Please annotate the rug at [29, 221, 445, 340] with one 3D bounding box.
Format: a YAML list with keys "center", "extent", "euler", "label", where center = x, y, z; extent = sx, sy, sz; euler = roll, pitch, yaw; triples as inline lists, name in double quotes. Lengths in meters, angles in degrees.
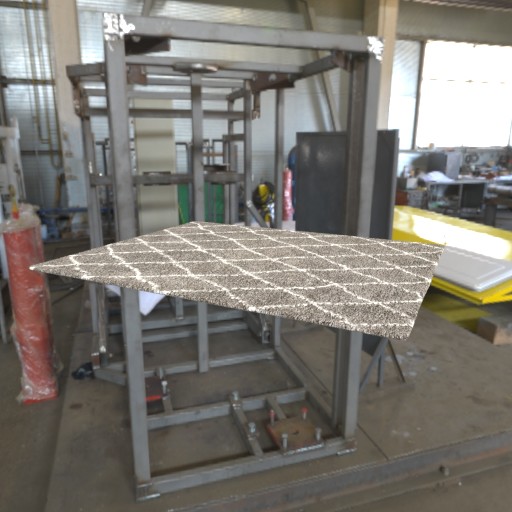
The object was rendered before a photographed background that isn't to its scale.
- center: [0.000, 0.000, 4.084]
  extent: [3.047, 0.029, 2.438]
  euler: [7, 16, 26]
  label: "rug"
